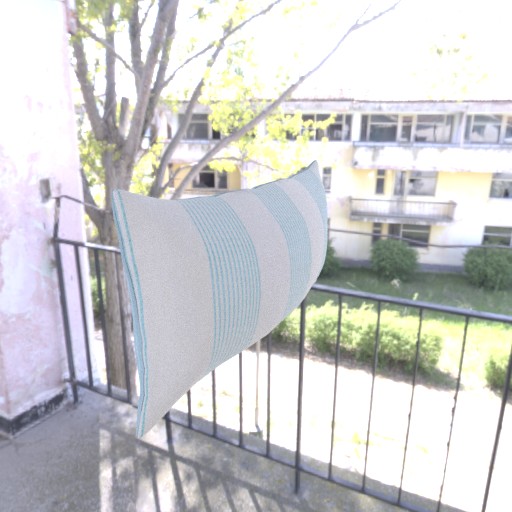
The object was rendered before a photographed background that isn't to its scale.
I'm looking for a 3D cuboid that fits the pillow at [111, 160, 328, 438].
[{"bbox_3d":[0.000,0.000,0.734,0.151,0.287,0.610,8,17,26],"label":"pillow"}]
